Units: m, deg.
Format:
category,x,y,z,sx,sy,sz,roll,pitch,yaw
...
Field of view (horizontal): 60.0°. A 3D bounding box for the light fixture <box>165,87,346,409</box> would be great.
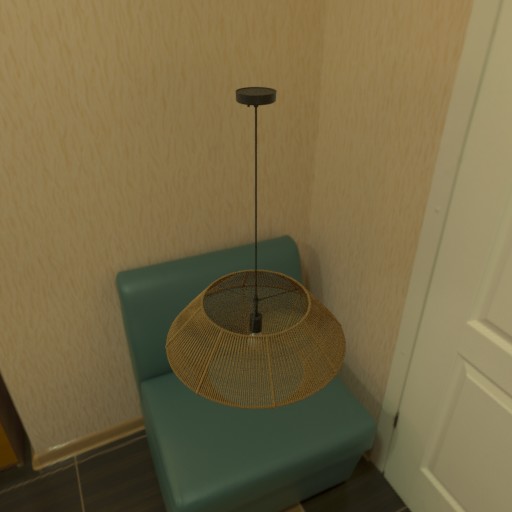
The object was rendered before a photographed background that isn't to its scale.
category,x,y,z,sx,sy,sz,roll,pitch,yaw
light fixture,0.000,0.000,1.418,0.643,1.009,0.643,0,32,0
